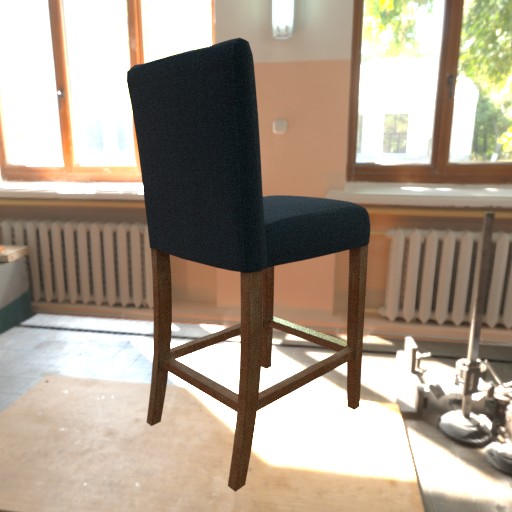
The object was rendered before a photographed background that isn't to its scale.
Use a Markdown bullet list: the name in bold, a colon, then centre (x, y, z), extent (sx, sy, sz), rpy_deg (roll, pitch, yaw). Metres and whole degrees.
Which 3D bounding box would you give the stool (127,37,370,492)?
- **stool**: centre (0.000, 0.000, 1.307), extent (0.454, 1.039, 0.567), rpy_deg (13, 18, 43)
